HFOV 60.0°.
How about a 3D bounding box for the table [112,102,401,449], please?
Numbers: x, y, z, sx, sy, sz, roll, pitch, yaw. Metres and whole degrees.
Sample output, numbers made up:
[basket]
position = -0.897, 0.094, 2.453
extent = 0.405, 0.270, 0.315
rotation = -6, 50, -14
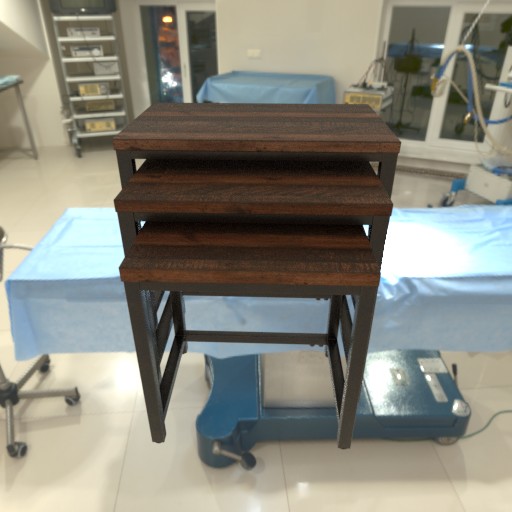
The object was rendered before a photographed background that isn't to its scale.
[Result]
[table]
position = 0.000, 0.000, 1.124
extent = 0.608, 0.616, 0.660
rotation = 1, 30, 2
